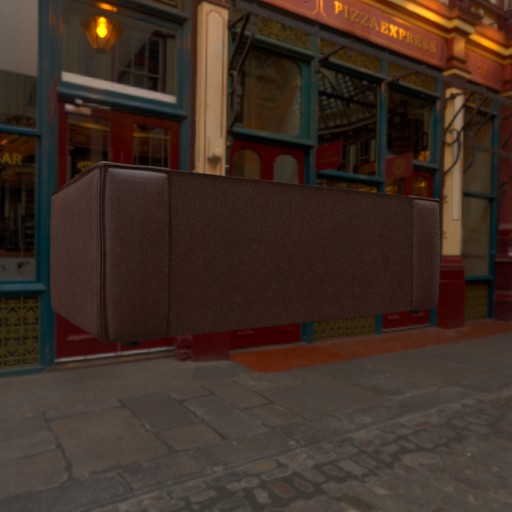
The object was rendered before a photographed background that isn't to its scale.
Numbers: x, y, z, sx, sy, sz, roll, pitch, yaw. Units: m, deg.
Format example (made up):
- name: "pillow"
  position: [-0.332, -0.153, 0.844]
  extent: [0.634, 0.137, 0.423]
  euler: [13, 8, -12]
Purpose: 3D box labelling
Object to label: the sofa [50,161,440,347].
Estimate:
- name: "sofa"
  position: [0.000, 0.000, 2.579]
  extent: [2.088, 0.703, 1.102]
  euler: [0, 0, -33]
